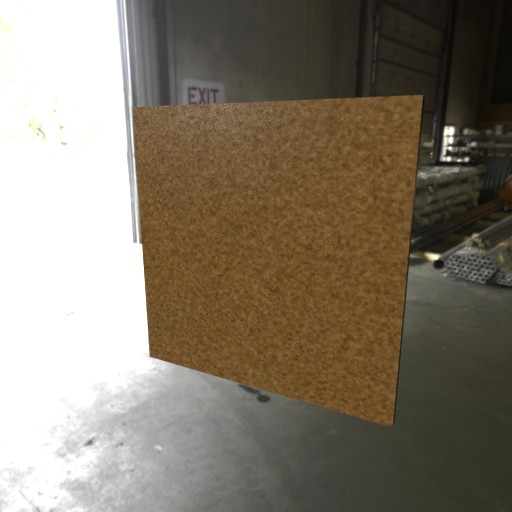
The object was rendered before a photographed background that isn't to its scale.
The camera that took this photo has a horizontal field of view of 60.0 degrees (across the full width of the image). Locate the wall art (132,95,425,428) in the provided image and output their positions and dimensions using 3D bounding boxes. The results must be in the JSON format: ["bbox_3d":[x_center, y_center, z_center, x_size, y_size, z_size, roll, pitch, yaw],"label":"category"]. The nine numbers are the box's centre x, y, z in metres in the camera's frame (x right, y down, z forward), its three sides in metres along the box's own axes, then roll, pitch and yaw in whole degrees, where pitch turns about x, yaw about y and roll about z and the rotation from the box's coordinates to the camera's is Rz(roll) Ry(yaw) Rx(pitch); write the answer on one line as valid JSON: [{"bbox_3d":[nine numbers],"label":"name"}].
[{"bbox_3d":[0.000,0.000,0.677,0.446,0.445,0.014,8,17,27],"label":"wall art"}]
